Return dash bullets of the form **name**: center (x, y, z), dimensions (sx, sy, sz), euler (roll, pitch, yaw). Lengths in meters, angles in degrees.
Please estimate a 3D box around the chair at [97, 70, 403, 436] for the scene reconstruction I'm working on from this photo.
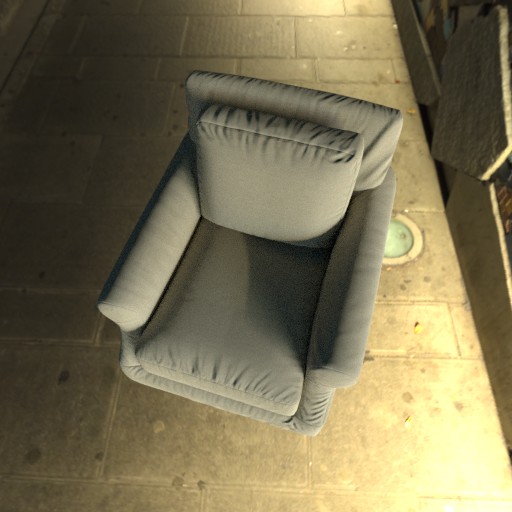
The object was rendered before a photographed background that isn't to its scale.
- **chair**: center (0.000, 0.000, 1.737), dimensions (0.940, 0.866, 1.066), euler (14, 59, 9)
